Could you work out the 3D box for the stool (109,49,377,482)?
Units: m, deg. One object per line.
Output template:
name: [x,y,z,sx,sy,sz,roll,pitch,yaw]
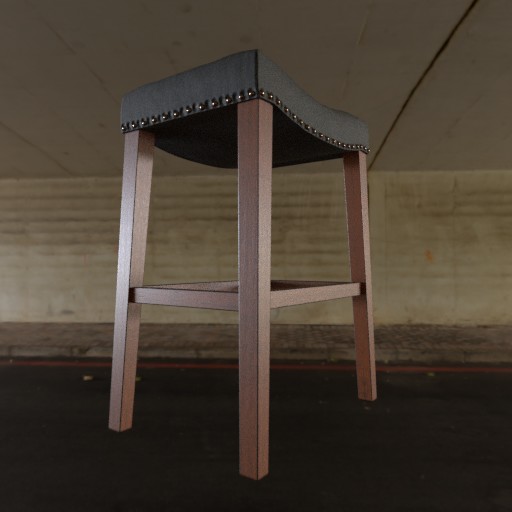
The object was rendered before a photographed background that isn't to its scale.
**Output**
stool: [0.000,0.000,0.865,0.320,0.612,0.439,-1,-1,36]
